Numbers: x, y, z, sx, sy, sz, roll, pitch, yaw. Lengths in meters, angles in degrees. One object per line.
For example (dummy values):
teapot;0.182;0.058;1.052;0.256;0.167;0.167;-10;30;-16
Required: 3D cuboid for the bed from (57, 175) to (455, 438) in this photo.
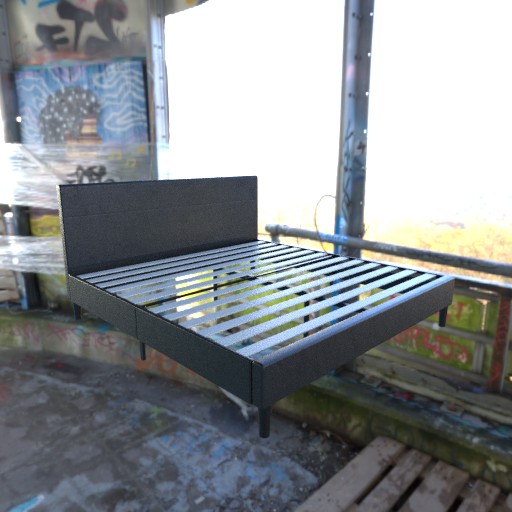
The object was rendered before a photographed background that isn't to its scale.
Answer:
bed;0.000;0.000;3.309;2.018;1.046;2.152;-13;18;-43
